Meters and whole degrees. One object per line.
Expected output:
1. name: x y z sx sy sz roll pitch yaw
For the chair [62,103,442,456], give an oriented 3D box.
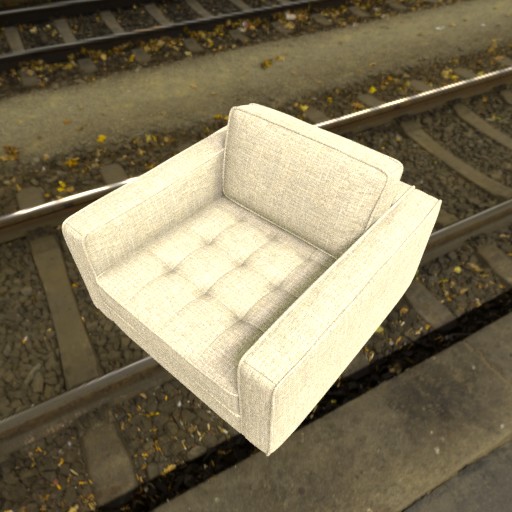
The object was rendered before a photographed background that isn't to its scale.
1. chair: 0.000 0.000 1.563 0.889 0.765 0.914 32 54 27
